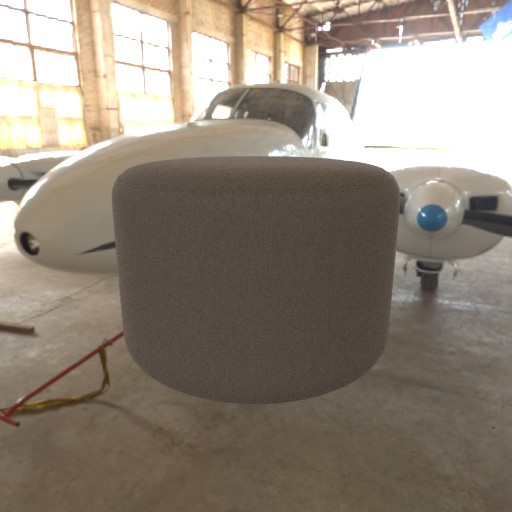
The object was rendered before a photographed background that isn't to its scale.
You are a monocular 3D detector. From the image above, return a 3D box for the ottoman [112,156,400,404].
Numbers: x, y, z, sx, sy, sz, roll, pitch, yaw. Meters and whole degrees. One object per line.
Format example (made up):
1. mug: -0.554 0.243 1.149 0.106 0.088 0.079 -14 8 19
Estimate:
1. ottoman: 0.000 0.000 1.016 0.608 0.433 0.608 0 16 0
